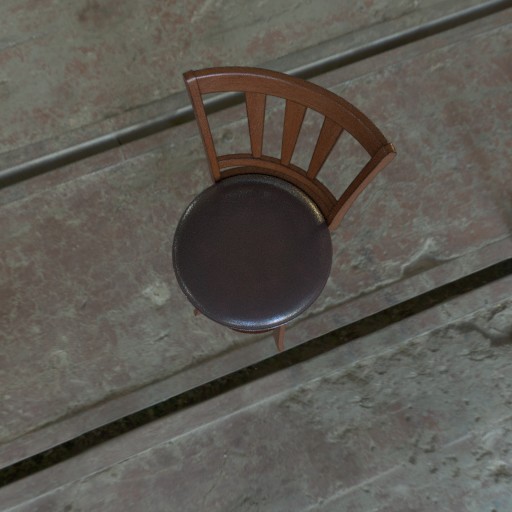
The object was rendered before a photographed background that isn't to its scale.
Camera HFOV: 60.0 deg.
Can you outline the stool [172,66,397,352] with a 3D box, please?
[{"bbox_3d":[0.000,0.000,1.410,0.464,1.177,0.503,22,77,5],"label":"stool"}]
